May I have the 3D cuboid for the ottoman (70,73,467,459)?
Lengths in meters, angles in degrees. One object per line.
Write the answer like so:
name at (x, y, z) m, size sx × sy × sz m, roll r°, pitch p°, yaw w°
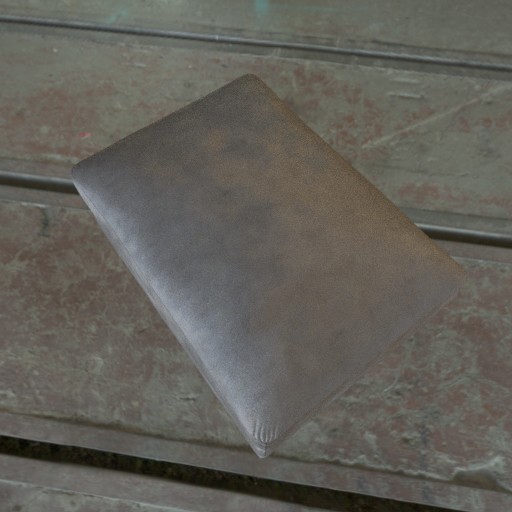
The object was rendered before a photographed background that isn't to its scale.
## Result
ottoman at (0.000, 0.000, 1.054) m, size 0.520 × 0.456 × 0.719 m, roll -34°, pitch 68°, yaw -16°
